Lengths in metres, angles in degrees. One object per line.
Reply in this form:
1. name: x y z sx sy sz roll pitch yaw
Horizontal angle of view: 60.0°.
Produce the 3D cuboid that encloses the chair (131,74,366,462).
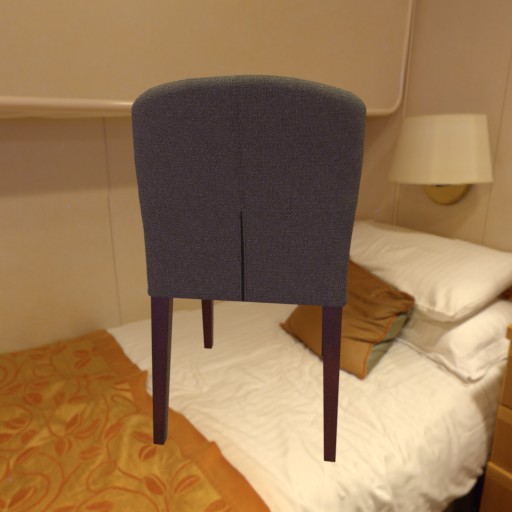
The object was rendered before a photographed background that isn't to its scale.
1. chair: 0.000 0.000 1.170 0.491 0.839 0.589 2 17 8
